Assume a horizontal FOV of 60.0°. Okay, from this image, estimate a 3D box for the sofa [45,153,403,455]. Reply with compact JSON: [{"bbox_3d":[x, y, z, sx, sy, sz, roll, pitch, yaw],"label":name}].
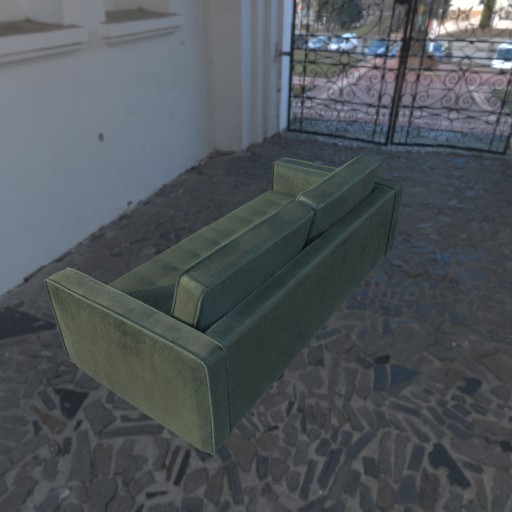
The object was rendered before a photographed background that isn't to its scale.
[{"bbox_3d":[0.000,0.000,2.292,0.886,0.781,1.816,20,37,29],"label":"sofa"}]
